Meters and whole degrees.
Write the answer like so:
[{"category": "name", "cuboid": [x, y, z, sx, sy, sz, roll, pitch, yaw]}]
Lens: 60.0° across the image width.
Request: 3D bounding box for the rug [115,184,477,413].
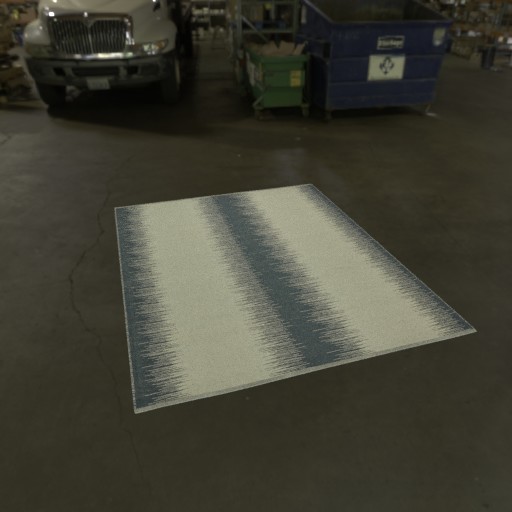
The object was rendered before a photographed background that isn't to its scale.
[{"category": "rug", "cuboid": [0.000, 0.000, 4.165, 2.453, 0.004, 3.037, -9, 32, -15]}]
